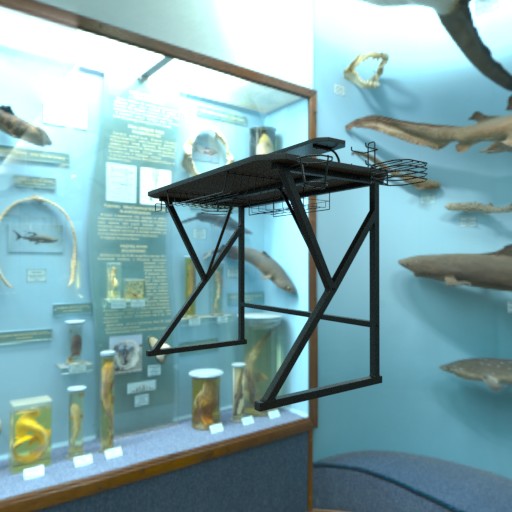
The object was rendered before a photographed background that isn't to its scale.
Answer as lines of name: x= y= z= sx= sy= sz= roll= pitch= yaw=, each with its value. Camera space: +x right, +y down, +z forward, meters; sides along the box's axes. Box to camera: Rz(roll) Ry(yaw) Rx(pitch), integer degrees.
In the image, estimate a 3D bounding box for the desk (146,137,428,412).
desk: x=0.000 y=0.000 z=1.766 sx=0.580 sy=0.880 sz=1.290 roll=0 pitch=-1 yaw=-34
